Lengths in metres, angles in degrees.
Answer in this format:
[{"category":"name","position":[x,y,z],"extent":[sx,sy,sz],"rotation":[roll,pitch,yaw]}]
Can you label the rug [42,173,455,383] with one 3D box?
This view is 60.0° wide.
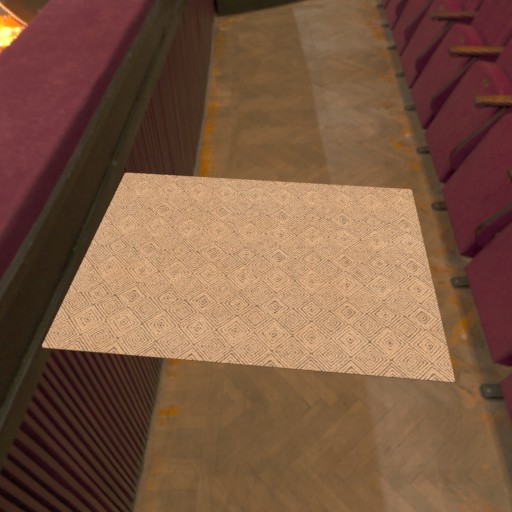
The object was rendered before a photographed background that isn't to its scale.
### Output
[{"category":"rug","position":[0.000,0.000,2.920],"extent":[2.238,0.008,1.593],"rotation":[4,48,4]}]
